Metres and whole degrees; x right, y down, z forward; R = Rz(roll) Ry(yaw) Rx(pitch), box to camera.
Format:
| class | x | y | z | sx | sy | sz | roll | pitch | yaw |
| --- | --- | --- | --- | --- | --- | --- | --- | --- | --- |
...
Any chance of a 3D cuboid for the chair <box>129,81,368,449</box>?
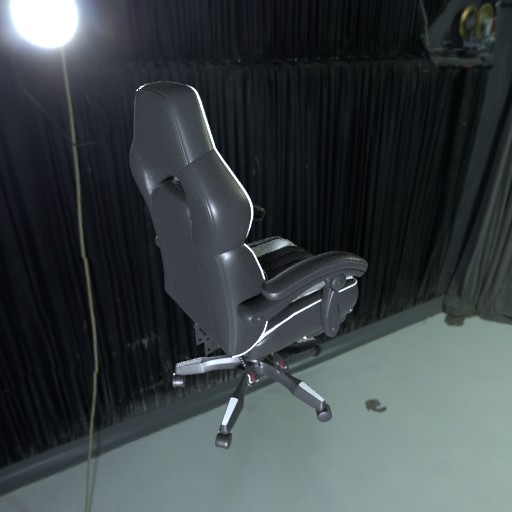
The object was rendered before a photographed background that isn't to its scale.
| class | x | y | z | sx | sy | sz | roll | pitch | yaw |
| --- | --- | --- | --- | --- | --- | --- | --- | --- | --- |
| chair | 0.000 | 0.000 | 1.596 | 0.700 | 1.200 | 0.676 | -18 | 32 | -31 |
